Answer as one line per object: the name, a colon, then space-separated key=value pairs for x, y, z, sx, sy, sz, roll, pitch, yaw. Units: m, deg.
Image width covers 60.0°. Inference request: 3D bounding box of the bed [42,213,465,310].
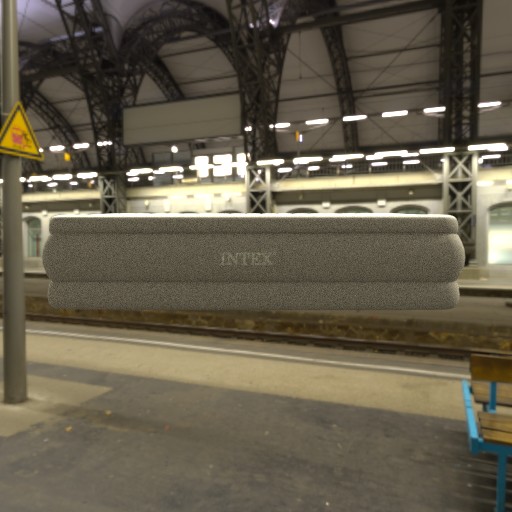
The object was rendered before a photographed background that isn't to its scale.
bed: x=0.000 y=0.000 z=2.733 sx=2.036 sy=0.460 sz=1.520 roll=0 pitch=2 yaw=0
